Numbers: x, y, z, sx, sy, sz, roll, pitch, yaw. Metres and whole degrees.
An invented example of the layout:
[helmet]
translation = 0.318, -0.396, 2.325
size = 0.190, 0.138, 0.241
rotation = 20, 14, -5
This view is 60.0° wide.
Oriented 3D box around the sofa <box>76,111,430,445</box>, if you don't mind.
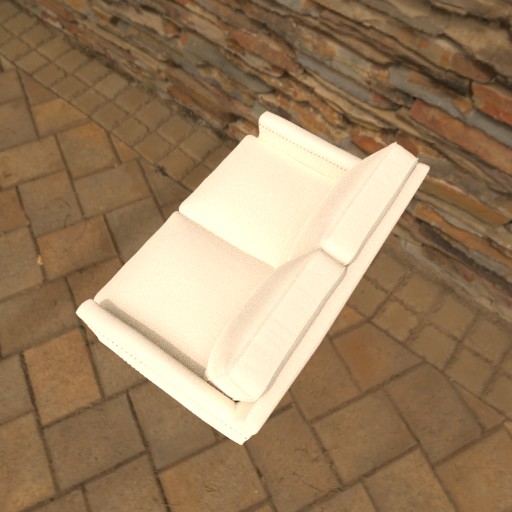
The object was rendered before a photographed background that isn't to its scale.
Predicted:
[sofa]
translation = 0.000, 0.000, 2.346
size = 1.084, 1.003, 1.597
rotation = 32, 66, 16
